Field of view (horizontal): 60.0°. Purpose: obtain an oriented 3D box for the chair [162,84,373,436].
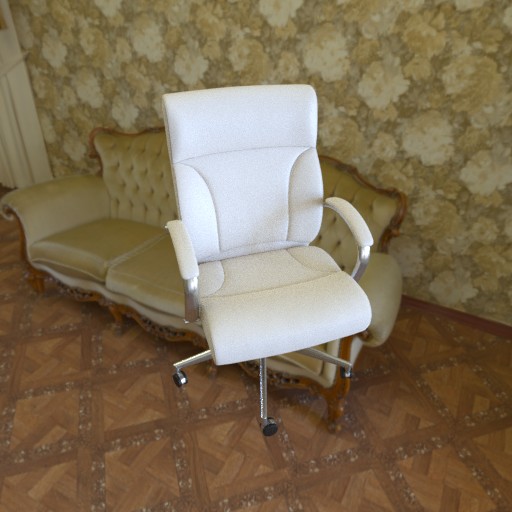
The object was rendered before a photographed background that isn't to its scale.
[{"bbox_3d":[0.000,0.000,1.657,0.727,1.099,0.745,-10,33,-15],"label":"chair"}]
